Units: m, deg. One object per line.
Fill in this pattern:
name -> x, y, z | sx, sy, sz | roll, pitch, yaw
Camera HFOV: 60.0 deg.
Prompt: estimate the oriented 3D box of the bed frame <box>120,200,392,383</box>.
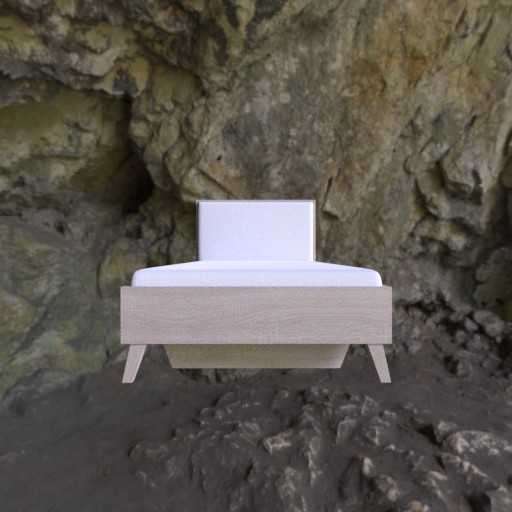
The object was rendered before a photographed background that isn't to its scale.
bed frame -> 0.000, 0.000, 2.682 | 0.990, 0.920, 2.140 | 0, 0, 0
